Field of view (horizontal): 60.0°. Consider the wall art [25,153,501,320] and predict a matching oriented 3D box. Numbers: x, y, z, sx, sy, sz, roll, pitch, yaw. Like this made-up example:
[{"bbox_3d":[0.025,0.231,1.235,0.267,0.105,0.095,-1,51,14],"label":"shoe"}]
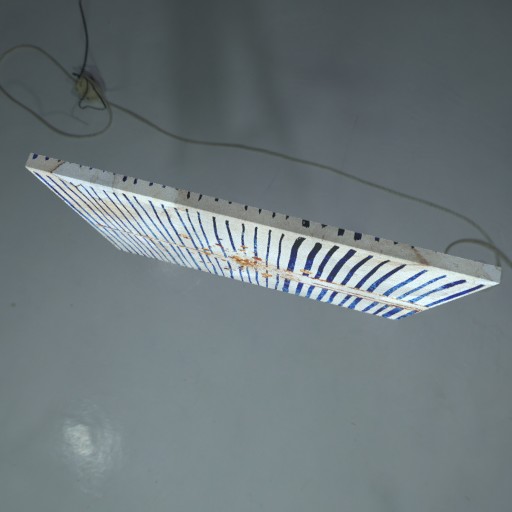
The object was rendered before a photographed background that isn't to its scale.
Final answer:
[{"bbox_3d":[0.000,0.000,1.129,0.919,0.609,0.030,14,76,4],"label":"wall art"}]
